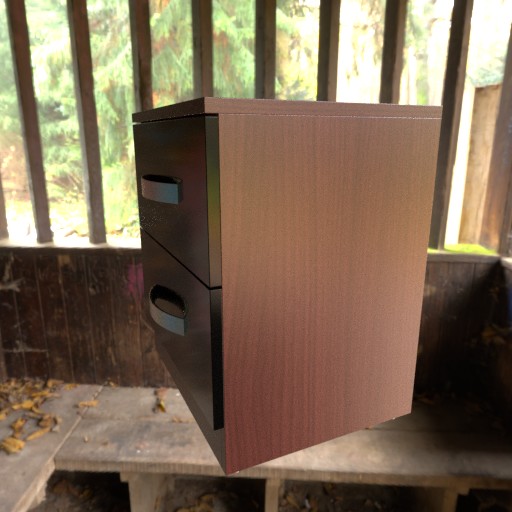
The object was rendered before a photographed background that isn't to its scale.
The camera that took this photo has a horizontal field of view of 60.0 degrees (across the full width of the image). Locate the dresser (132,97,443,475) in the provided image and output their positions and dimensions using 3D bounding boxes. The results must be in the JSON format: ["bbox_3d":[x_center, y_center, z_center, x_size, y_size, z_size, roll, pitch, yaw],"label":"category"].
[{"bbox_3d":[0.000,0.000,0.751,0.360,0.470,0.400,-7,17,-24],"label":"dresser"}]
